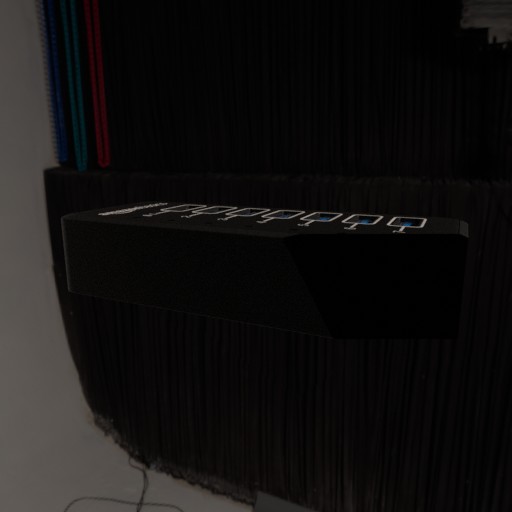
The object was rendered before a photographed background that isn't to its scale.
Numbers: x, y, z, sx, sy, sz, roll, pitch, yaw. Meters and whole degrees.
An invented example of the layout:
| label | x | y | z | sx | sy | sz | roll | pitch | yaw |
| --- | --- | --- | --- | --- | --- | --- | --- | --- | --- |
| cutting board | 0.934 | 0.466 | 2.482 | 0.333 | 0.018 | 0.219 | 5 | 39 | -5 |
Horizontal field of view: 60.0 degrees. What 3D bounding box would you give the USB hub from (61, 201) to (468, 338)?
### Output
| label | x | y | z | sx | sy | sz | roll | pitch | yaw |
| --- | --- | --- | --- | --- | --- | --- | --- | --- | --- |
| USB hub | 0.000 | 0.000 | 0.129 | 0.110 | 0.023 | 0.044 | 6 | 15 | 24 |
